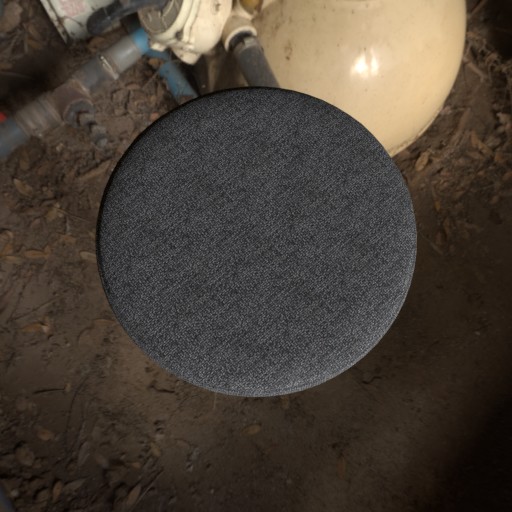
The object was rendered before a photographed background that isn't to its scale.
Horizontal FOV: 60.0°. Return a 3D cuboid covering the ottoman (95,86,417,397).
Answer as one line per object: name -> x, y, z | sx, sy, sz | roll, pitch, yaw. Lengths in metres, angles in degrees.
ottoman -> 0.000, 0.000, 0.890 | 0.520, 0.430, 0.520 | 0, 76, 0
